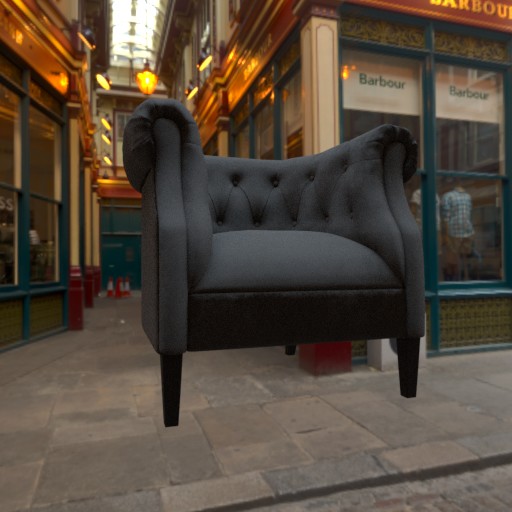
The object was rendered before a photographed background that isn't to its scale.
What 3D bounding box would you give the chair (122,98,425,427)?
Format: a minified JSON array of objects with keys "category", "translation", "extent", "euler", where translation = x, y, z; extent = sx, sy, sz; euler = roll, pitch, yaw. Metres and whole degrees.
[{"category":"chair","translation":[0.000,0.000,1.543],"extent":[0.904,0.826,0.851],"euler":[0,0,-19]}]
